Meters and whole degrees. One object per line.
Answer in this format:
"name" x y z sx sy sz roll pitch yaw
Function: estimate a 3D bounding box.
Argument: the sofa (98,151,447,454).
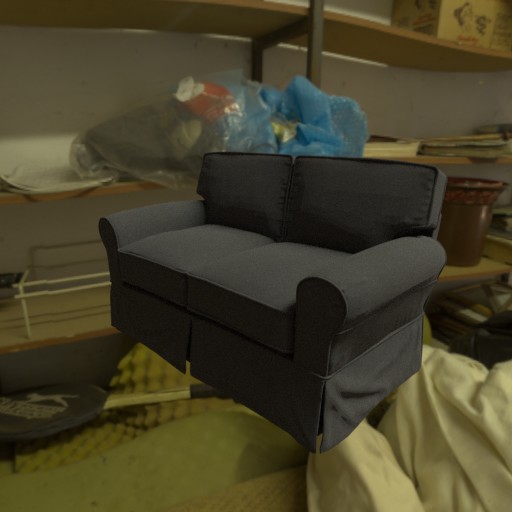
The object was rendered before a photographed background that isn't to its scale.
"sofa" 0.000 0.000 2.410 1.801 1.059 0.997 15 22 43
